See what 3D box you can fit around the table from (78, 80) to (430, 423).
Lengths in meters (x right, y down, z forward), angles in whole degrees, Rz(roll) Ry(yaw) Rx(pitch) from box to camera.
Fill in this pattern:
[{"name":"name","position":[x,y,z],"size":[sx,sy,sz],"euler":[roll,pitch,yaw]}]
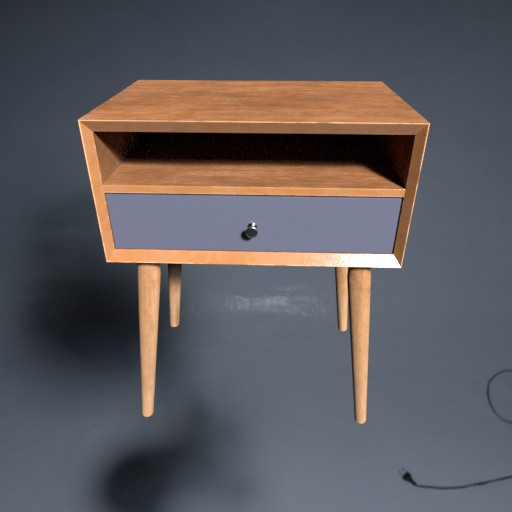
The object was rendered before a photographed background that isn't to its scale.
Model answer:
[{"name":"table","position":[0.000,0.000,0.846],"size":[0.454,0.580,0.307],"euler":[1,31,2]}]
